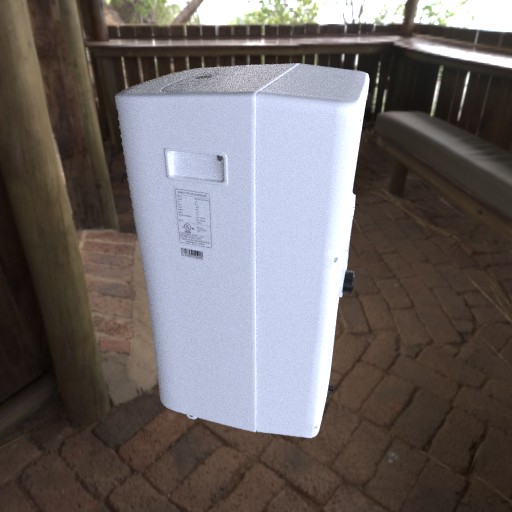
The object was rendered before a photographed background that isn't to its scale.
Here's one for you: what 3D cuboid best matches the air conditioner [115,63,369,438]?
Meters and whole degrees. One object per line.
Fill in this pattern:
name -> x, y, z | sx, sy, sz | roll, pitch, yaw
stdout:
air conditioner -> 0.000, 0.000, 0.791 | 0.349, 0.606, 0.304 | 7, 31, 13
